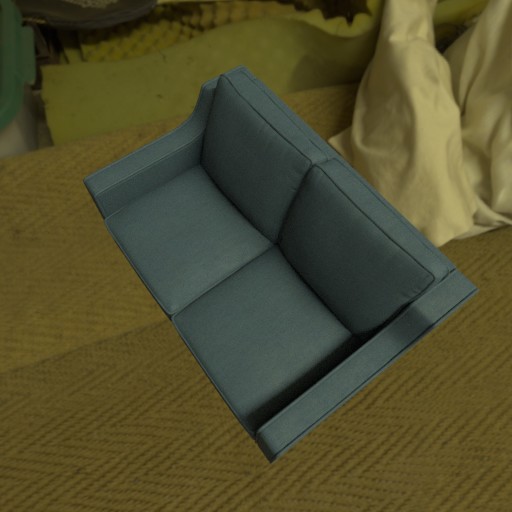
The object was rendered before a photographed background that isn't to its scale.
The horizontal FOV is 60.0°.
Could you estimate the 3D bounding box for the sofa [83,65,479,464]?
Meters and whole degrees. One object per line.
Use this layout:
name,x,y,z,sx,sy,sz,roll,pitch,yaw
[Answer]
sofa,0.000,0.000,2.091,0.987,0.971,1.501,-34,68,-16
